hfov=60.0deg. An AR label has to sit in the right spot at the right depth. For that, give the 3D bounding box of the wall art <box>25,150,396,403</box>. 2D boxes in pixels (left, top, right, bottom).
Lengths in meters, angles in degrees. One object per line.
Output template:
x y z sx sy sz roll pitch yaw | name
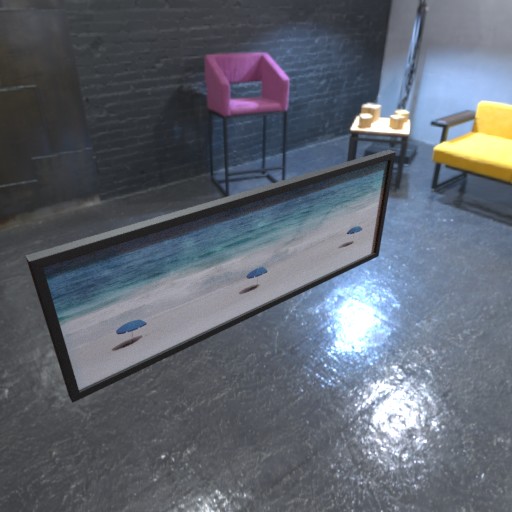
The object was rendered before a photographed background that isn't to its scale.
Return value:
0.000 0.000 1.761 1.572 0.554 0.041 -21 37 -31 | wall art
